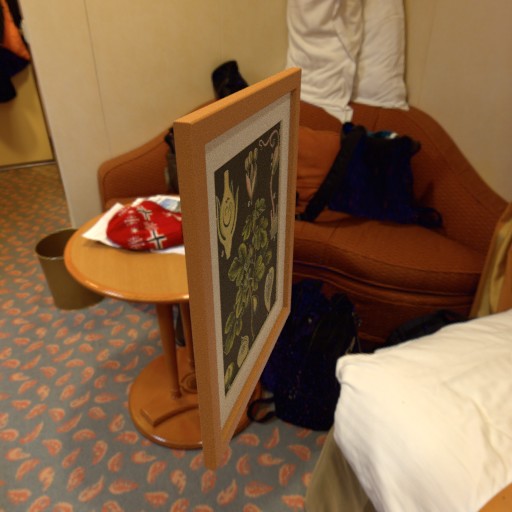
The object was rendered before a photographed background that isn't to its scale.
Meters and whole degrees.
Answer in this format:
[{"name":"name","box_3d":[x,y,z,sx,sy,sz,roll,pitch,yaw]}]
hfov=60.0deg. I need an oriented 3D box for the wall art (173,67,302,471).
[{"name":"wall art","box_3d":[0.000,0.000,0.524,0.015,0.379,0.310,10,31,17]}]
